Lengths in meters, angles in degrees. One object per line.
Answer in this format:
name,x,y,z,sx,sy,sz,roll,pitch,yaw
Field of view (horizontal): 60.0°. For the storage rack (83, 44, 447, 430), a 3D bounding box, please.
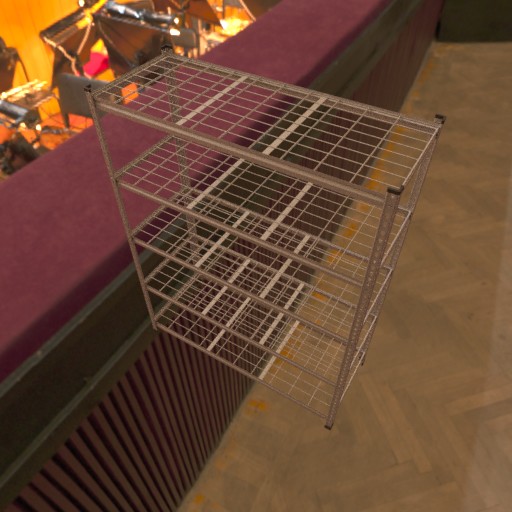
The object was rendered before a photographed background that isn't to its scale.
storage rack,0.000,0.000,2.680,1.524,1.981,0.610,24,50,21
